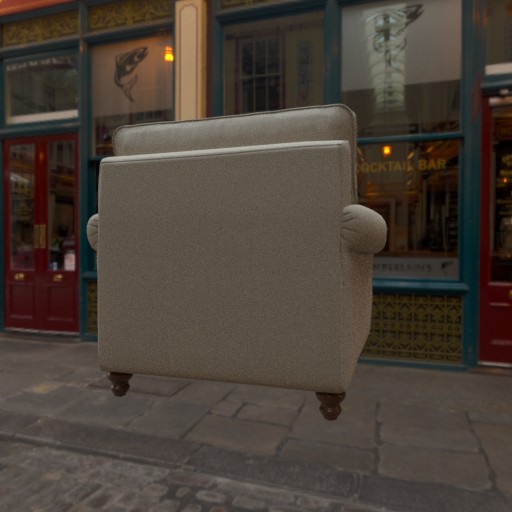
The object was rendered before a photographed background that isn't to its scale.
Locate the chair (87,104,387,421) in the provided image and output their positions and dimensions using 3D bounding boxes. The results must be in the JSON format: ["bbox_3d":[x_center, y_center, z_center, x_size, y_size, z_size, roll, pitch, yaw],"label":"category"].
[{"bbox_3d":[0.000,0.000,1.805,1.029,0.967,0.966,0,0,18],"label":"chair"}]
